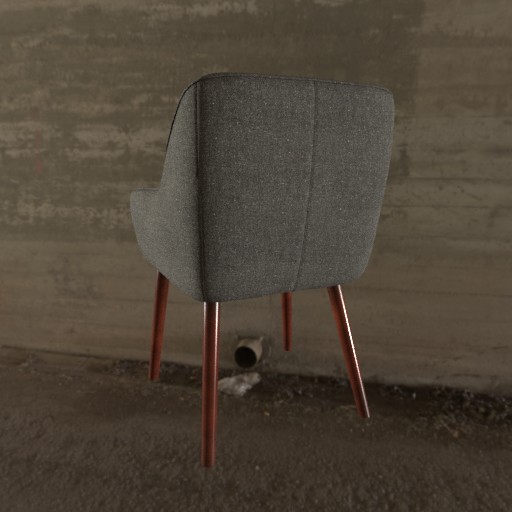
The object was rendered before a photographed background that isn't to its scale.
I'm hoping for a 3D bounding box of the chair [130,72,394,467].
[{"bbox_3d":[0.000,0.000,1.151,0.543,0.803,0.519,-6,14,-25],"label":"chair"}]
